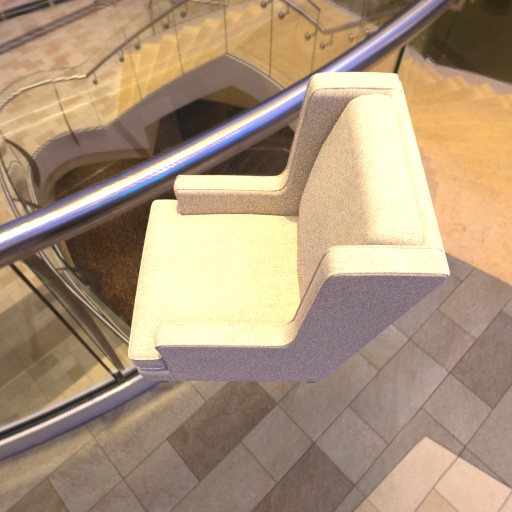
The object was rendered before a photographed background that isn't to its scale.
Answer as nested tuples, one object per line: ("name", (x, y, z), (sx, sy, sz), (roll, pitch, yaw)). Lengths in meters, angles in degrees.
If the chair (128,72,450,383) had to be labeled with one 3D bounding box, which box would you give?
("chair", (0.000, 0.000, 1.706), (0.948, 1.082, 0.764), (0, 59, 0))
